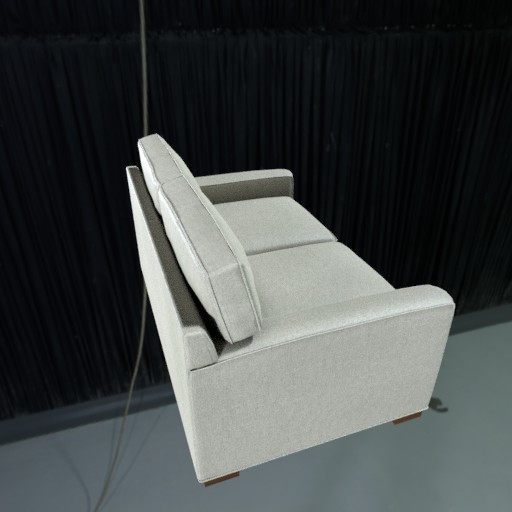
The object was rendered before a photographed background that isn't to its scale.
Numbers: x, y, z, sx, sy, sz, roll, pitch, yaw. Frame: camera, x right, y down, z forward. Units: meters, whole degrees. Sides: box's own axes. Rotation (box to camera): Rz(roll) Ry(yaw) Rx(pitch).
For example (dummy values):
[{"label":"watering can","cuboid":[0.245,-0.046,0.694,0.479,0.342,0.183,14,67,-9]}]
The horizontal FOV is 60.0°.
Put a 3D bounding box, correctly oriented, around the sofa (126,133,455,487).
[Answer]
[{"label":"sofa","cuboid":[0.000,0.000,2.020,0.940,0.853,1.484,-10,31,-17]}]
